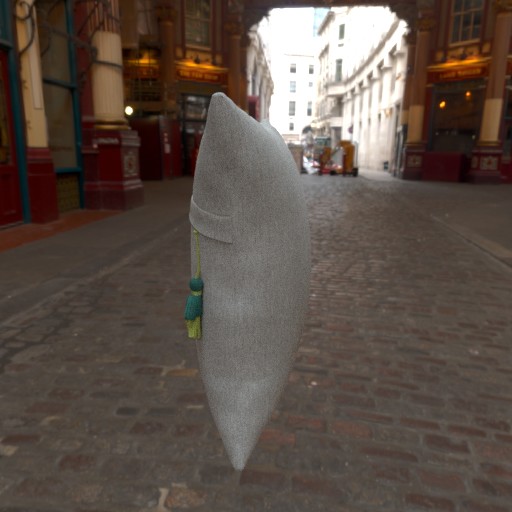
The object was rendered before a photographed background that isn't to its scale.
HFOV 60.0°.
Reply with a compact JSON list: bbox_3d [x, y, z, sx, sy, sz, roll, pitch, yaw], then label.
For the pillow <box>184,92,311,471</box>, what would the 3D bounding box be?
[{"bbox_3d":[0.000,0.000,0.693,0.173,0.436,0.433,2,14,7],"label":"pillow"}]
